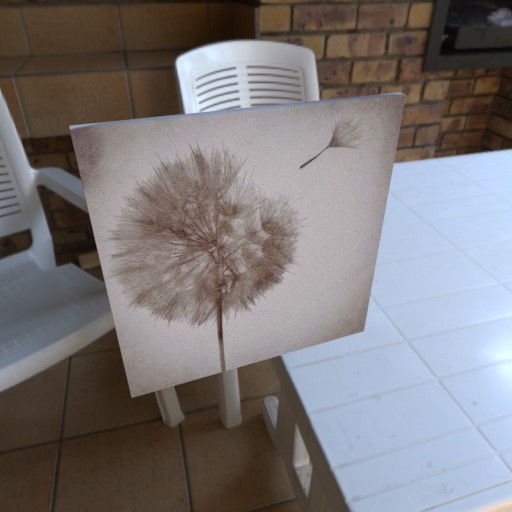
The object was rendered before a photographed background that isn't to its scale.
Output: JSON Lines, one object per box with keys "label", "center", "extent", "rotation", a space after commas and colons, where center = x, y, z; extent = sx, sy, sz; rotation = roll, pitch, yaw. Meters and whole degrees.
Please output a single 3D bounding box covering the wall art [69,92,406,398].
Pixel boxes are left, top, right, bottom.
{"label": "wall art", "center": [0.000, 0.000, 1.167], "extent": [0.762, 0.762, 0.027], "rotation": [-12, 35, -18]}
